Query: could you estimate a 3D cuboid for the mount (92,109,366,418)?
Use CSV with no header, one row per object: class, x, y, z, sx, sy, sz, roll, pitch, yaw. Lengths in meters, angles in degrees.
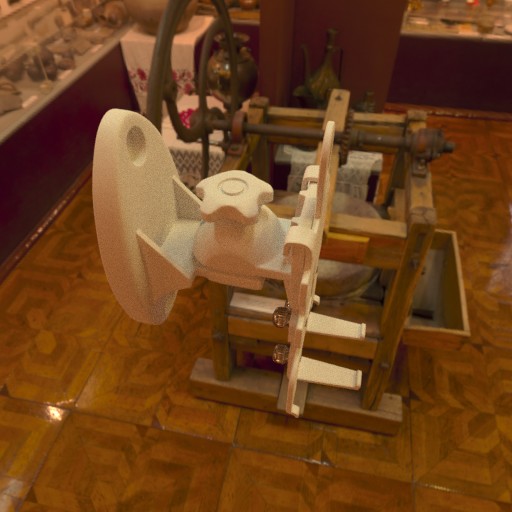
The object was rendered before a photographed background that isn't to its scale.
mount,0.000,0.000,0.173,0.100,0.118,0.066,10,46,10
